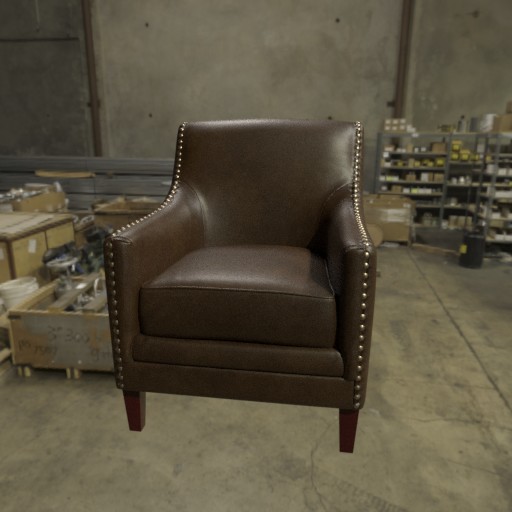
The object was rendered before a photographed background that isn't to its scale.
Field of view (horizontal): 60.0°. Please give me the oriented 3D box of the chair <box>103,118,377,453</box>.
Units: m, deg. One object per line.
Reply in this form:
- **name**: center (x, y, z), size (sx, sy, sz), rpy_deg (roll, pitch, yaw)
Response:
- **chair**: center (0.000, 0.000, 1.335), size (0.639, 0.813, 0.704), rpy_deg (2, 15, 8)
